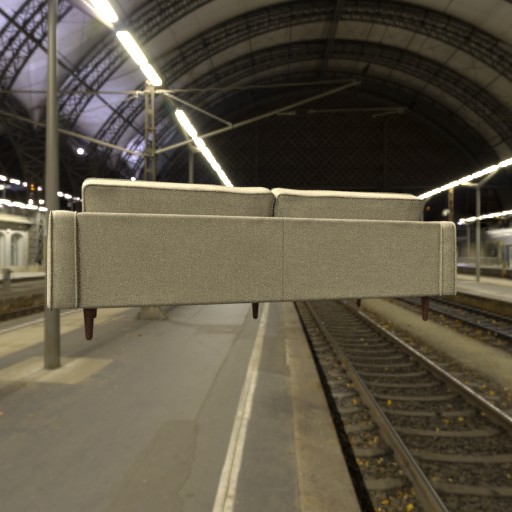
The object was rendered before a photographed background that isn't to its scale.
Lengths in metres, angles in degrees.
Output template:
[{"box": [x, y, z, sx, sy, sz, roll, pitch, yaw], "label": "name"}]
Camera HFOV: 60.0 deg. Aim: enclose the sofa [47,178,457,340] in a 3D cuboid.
[{"box": [0.000, 0.000, 2.670, 2.211, 0.762, 0.914, 0, 0, -18], "label": "sofa"}]
